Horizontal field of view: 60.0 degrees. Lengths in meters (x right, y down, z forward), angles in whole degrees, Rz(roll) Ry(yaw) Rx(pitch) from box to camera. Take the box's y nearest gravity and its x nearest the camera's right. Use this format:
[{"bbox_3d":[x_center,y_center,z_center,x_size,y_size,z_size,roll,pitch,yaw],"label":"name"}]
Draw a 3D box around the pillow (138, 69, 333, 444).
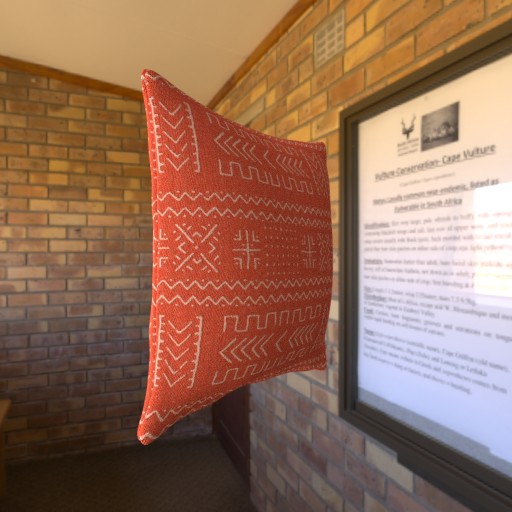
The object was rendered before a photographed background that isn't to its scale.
[{"bbox_3d":[0.000,0.000,0.665,0.164,0.429,0.438,0,0,36],"label":"pillow"}]
